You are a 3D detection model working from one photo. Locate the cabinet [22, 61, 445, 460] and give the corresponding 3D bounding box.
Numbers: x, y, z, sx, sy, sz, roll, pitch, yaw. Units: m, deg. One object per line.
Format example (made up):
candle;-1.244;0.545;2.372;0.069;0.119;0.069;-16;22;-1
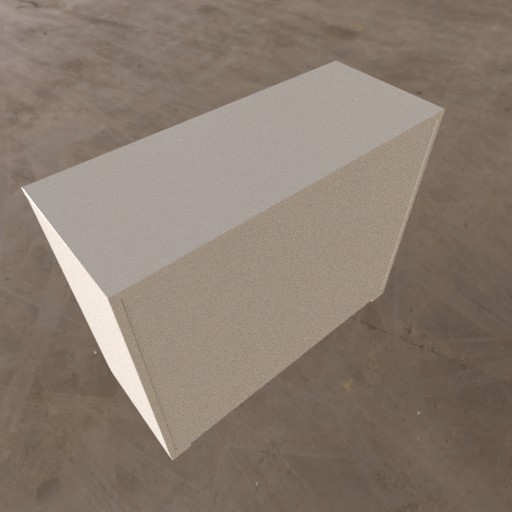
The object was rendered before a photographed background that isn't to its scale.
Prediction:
cabinet;0.000;0.000;1.373;1.000;0.800;0.400;-32;54;-26
